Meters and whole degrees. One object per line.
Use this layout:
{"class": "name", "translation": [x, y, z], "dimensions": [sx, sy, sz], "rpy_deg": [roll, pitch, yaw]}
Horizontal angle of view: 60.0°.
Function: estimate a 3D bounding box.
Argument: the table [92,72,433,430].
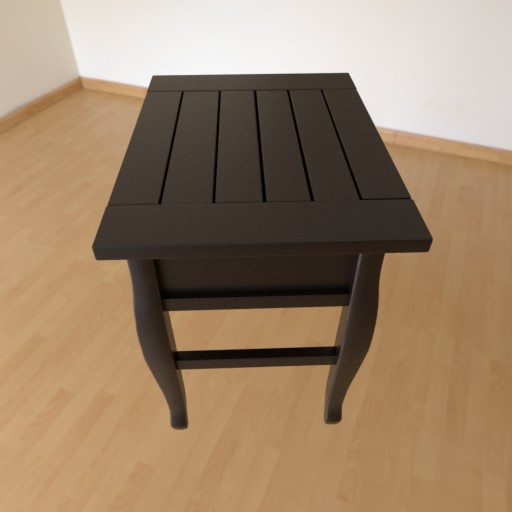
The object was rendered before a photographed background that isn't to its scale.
{"class": "table", "translation": [0.000, 0.000, 1.018], "dimensions": [0.460, 0.604, 0.602], "rpy_deg": [-1, 43, -2]}
